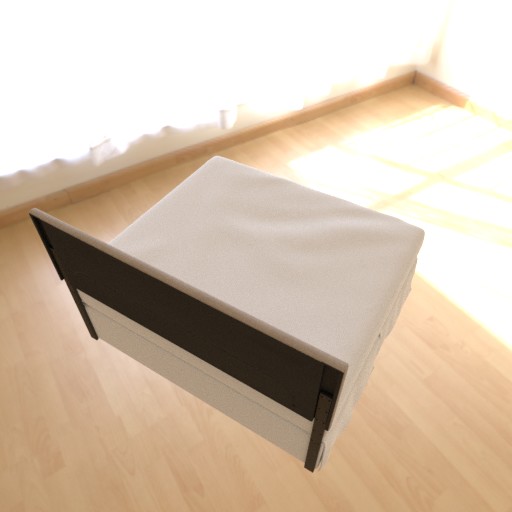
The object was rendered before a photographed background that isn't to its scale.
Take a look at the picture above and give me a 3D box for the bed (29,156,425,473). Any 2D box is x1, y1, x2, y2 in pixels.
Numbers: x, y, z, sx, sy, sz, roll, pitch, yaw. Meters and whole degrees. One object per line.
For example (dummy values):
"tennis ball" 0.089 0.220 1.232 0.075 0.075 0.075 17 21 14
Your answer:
"bed" 0.000 0.000 3.356 2.170 1.346 1.914 24 50 21
